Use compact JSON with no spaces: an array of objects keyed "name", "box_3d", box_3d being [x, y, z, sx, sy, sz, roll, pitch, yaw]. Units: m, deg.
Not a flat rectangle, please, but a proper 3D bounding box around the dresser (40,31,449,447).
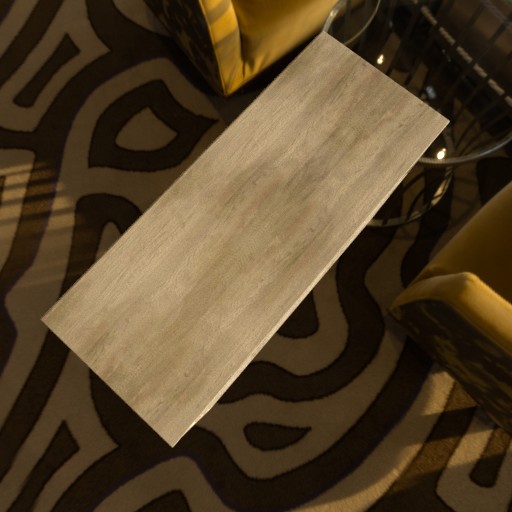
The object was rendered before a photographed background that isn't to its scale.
[{"name":"dresser","box_3d":[0.000,0.000,1.431,0.404,0.816,0.994,40,80,9]}]
